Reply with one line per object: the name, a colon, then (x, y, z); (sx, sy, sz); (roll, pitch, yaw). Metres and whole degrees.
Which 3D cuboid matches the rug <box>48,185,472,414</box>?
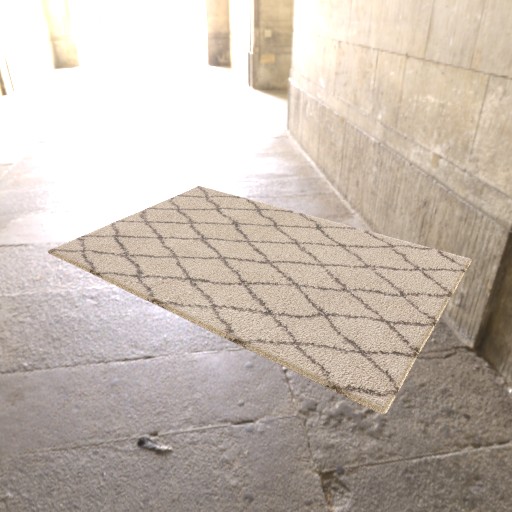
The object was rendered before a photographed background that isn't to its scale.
rug: (0.000, 0.000, 3.402); (2.743, 0.030, 1.778); (19, 35, 30)
